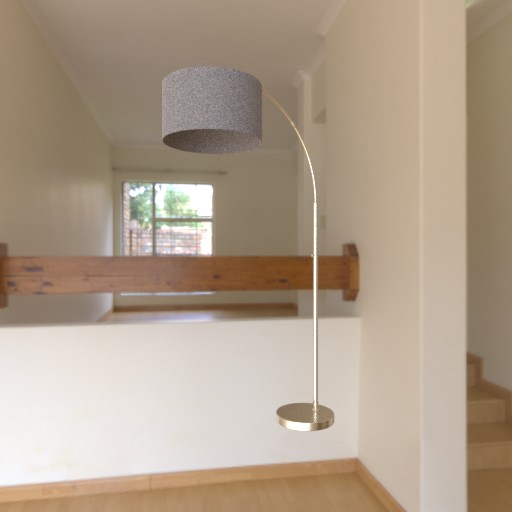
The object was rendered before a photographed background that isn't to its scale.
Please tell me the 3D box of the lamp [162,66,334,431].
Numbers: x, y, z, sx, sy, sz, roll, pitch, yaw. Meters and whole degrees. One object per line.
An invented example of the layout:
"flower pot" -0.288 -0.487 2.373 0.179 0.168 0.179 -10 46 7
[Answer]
"lamp" 0.000 0.000 2.167 0.934 1.735 0.452 0 0 -34
